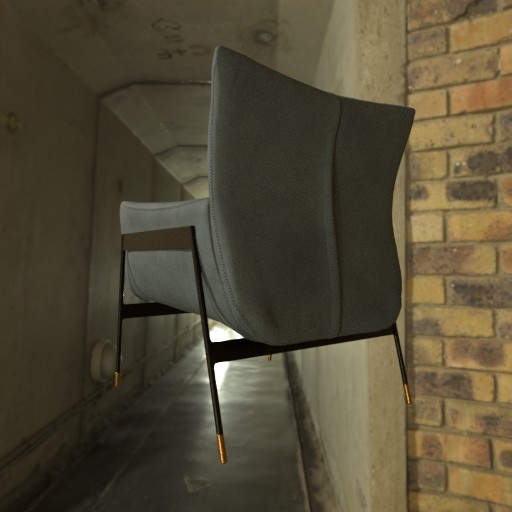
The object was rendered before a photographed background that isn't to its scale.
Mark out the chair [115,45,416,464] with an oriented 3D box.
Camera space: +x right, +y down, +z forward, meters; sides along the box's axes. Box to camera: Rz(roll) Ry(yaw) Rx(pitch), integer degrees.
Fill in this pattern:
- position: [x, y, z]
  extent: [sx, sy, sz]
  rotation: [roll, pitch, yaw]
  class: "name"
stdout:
- position: [0.000, 0.000, 1.360]
  extent: [0.678, 0.858, 0.709]
  rotation: [0, 0, -36]
  class: "chair"
